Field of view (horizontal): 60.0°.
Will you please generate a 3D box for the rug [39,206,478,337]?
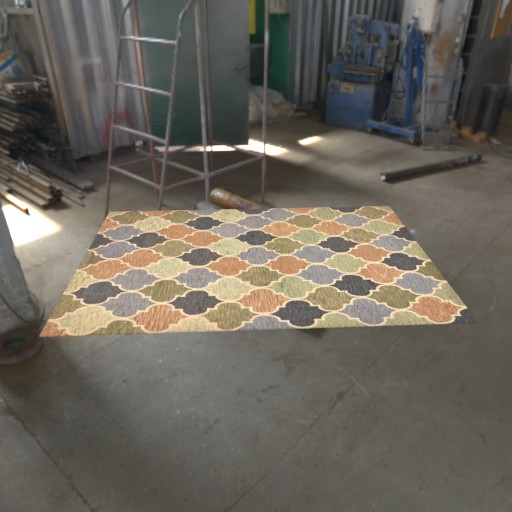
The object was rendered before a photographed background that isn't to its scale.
[{"bbox_3d":[0.000,0.000,2.370,1.828,0.006,1.216,-1,30,-2],"label":"rug"}]
